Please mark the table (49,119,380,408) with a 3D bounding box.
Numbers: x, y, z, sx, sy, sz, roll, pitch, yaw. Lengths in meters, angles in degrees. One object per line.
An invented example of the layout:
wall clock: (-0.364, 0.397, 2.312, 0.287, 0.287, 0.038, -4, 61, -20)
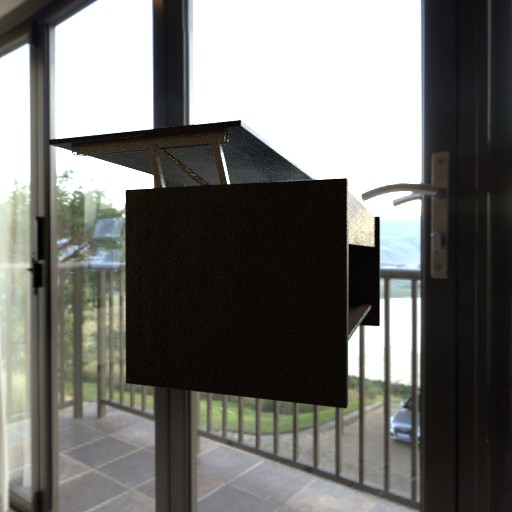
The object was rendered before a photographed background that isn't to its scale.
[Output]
table: (0.000, 0.000, 1.428, 0.712, 0.570, 1.000, 0, 1, 19)
